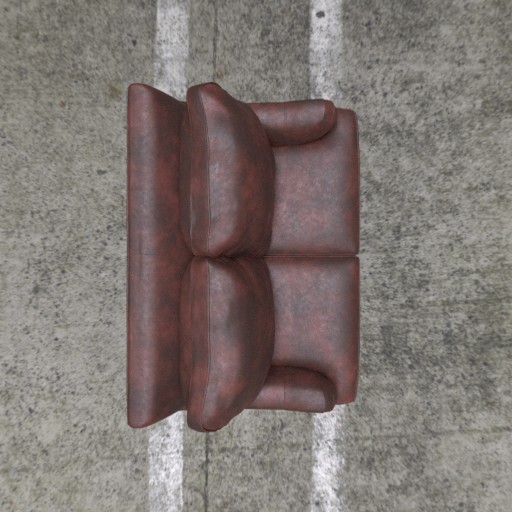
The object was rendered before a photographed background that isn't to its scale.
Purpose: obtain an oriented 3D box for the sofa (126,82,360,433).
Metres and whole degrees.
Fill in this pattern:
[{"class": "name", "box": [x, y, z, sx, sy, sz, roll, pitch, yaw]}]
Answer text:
[{"class": "sofa", "box": [0.000, 0.000, 2.382, 1.148, 1.070, 1.628, 0, 90, -1]}]
